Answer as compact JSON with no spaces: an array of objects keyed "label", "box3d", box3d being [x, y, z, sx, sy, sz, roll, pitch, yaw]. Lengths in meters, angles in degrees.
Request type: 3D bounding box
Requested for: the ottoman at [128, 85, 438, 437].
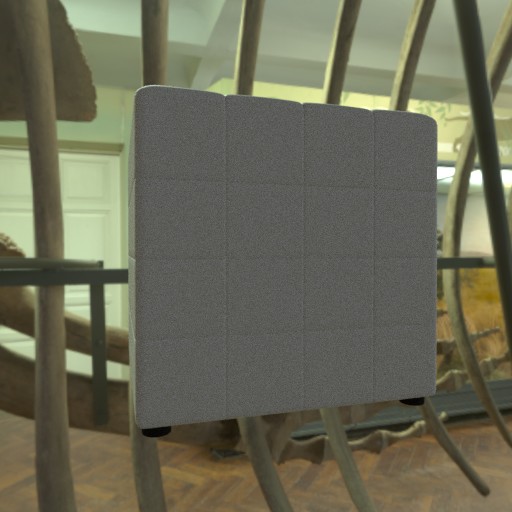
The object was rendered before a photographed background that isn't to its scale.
[{"label":"ottoman","box3d":[0.000,0.000,0.781,0.425,0.432,0.425,0,1,-17]}]
